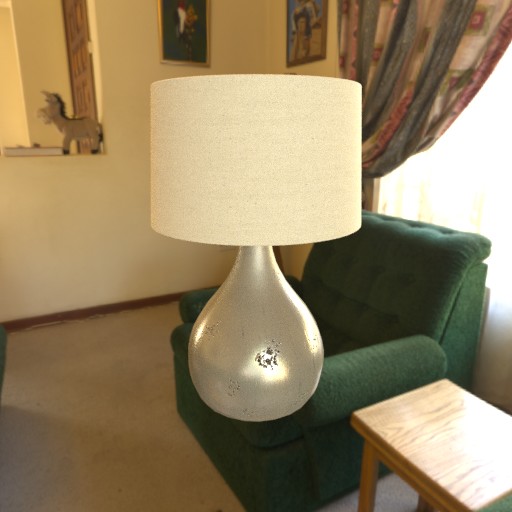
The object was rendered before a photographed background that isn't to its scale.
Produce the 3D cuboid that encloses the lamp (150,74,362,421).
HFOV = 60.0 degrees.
[{"bbox_3d":[0.000,0.000,0.729,0.330,0.521,0.330,0,16,0],"label":"lamp"}]
